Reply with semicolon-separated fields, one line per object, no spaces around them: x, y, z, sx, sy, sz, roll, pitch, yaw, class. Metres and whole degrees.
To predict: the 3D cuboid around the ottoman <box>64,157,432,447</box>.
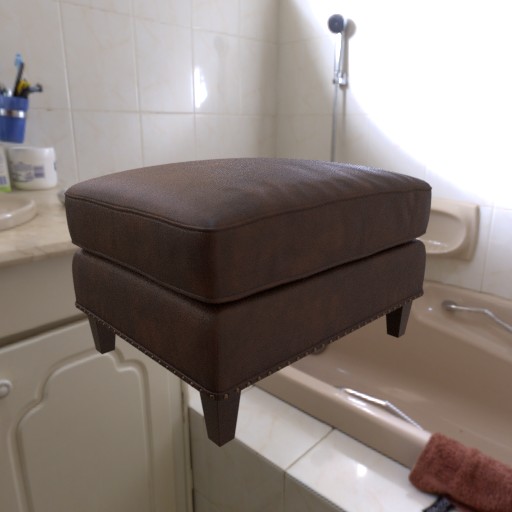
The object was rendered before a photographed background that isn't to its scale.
0.000;0.000;1.139;0.742;0.486;0.586;-15;22;-42;ottoman
